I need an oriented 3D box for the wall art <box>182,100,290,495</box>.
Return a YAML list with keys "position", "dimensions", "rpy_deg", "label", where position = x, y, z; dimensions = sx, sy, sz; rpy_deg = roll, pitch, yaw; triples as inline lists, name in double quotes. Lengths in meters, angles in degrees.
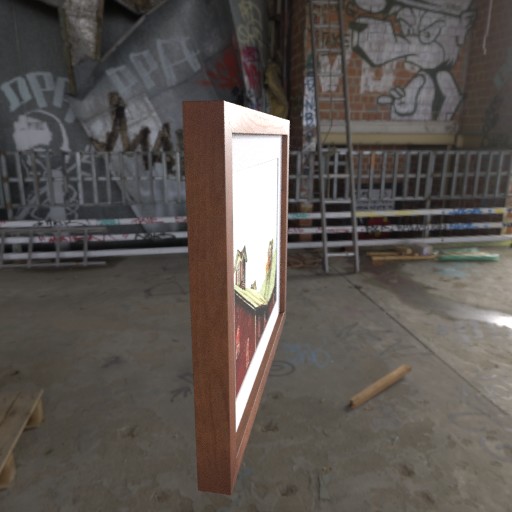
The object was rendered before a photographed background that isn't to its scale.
- position: [0.000, 0.000, 0.539]
  dimensions: [0.030, 0.328, 0.401]
  rpy_deg: [3, 15, 10]
  label: "wall art"
